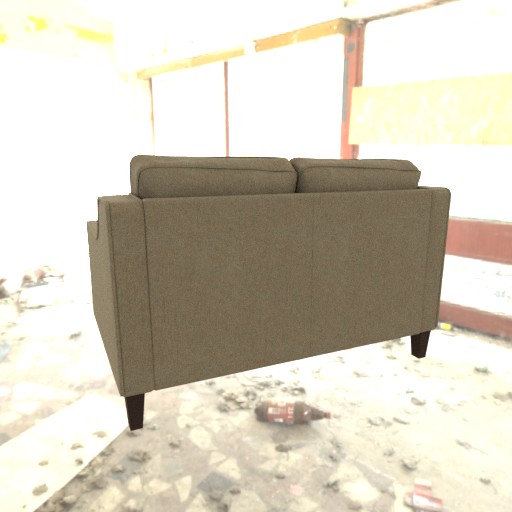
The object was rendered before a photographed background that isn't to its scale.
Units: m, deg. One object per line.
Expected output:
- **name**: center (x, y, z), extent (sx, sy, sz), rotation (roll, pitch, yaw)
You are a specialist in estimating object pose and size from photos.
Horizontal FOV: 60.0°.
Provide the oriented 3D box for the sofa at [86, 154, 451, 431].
- **sofa**: center (0.000, 0.000, 2.200), extent (1.503, 0.981, 0.985), rotation (-6, 14, -24)
